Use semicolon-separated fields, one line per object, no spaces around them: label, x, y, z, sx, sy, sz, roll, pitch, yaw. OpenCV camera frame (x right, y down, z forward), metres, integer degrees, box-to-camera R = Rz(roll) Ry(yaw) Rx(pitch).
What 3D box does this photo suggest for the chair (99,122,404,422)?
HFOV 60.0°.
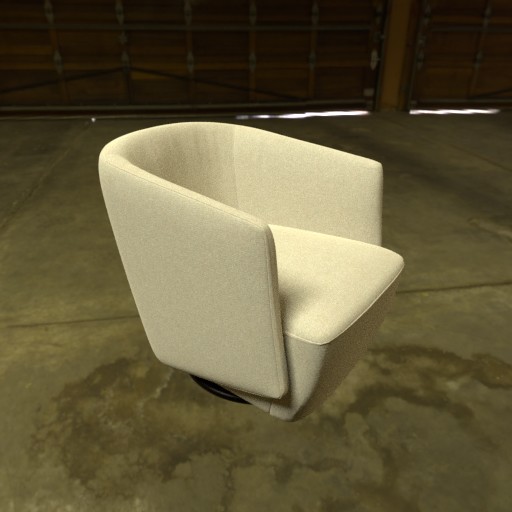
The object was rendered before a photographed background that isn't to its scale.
chair;0.000;0.000;1.666;0.986;0.861;0.822;18;31;32
